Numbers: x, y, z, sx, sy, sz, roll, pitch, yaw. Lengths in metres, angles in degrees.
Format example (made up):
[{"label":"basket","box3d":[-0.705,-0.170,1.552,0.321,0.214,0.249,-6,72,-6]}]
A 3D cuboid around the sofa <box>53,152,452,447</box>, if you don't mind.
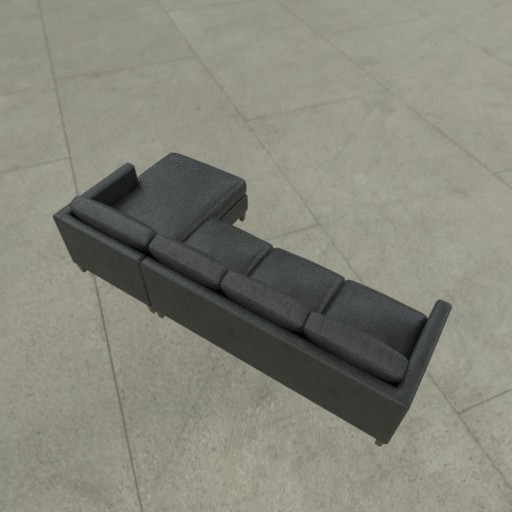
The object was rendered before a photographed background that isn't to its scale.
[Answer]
[{"label":"sofa","box3d":[0.000,0.000,3.917,3.203,0.883,1.581,25,52,21]}]
